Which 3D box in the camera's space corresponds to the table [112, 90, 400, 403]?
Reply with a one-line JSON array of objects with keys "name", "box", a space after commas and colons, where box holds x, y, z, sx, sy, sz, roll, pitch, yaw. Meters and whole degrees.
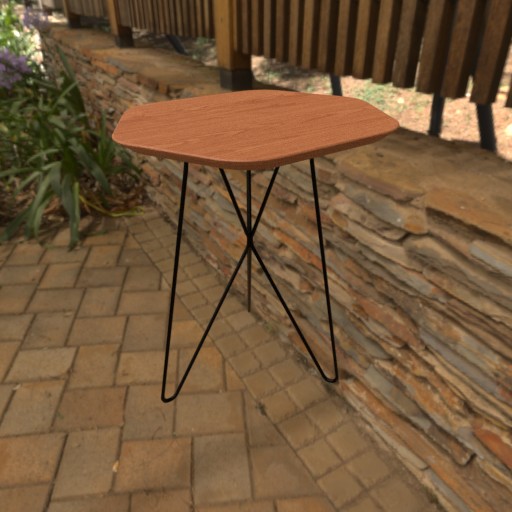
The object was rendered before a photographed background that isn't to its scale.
[{"name": "table", "box": [0.000, 0.000, 0.905, 0.500, 0.562, 0.400, -20, 36, -30]}]
